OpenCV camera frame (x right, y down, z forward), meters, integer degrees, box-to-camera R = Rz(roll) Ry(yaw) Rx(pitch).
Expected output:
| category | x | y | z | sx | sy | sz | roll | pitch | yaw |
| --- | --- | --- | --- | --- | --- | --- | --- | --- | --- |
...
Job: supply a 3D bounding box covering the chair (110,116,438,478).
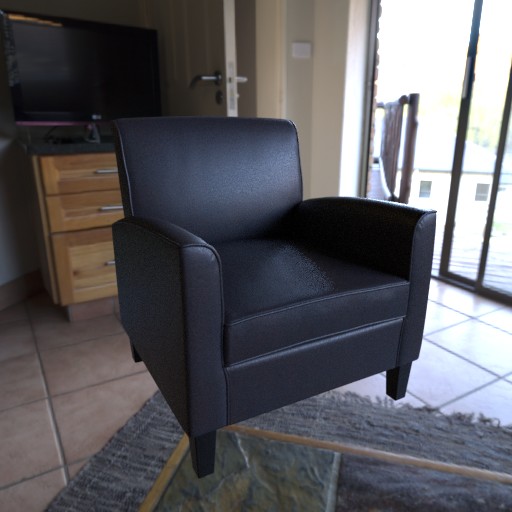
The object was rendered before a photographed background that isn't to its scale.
| category | x | y | z | sx | sy | sz | roll | pitch | yaw |
| --- | --- | --- | --- | --- | --- | --- | --- | --- | --- |
| chair | 0.000 | 0.000 | 1.513 | 0.820 | 0.916 | 0.819 | -9 | 19 | -27 |
